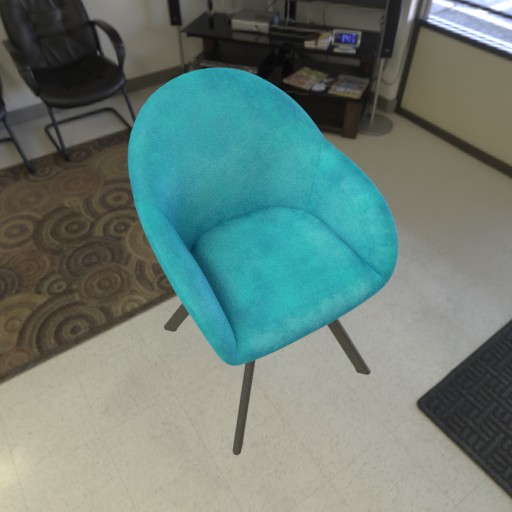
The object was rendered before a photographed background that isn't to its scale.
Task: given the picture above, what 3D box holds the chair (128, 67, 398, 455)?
[{"bbox_3d":[0.000,0.000,1.186,0.550,0.795,0.590,-24,51,-21],"label":"chair"}]
